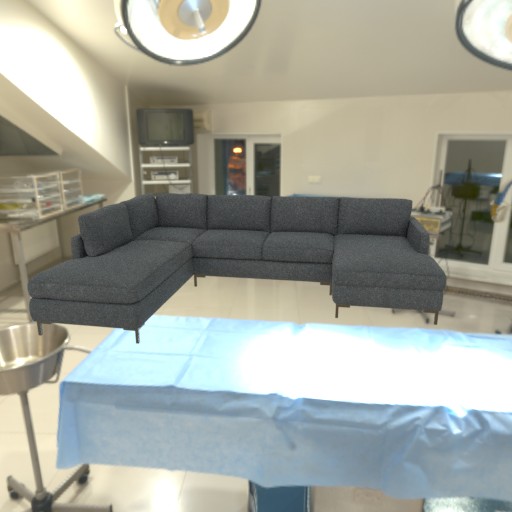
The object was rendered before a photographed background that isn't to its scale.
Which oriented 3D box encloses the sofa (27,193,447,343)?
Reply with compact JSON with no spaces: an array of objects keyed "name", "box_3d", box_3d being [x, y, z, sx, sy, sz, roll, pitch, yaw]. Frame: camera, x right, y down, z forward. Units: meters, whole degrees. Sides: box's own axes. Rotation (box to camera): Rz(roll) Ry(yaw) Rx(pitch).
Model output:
[{"name":"sofa","box_3d":[0.000,0.000,3.795,2.956,0.813,2.007,3,16,9]}]
